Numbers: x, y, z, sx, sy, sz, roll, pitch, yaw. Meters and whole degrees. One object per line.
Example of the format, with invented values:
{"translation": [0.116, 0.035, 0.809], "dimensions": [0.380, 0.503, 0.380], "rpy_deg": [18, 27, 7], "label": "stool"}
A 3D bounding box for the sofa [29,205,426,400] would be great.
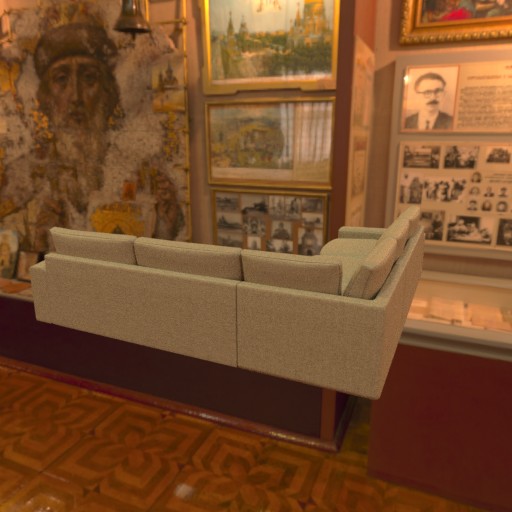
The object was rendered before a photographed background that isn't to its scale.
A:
{"translation": [0.000, 0.000, 4.107], "dimensions": [2.742, 0.800, 2.622], "rpy_deg": [7, 17, 24], "label": "sofa"}
